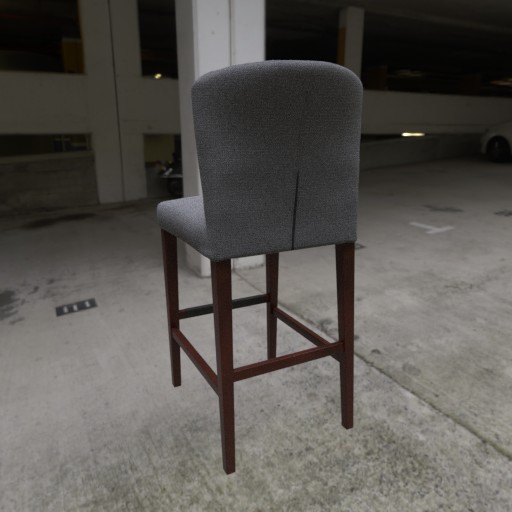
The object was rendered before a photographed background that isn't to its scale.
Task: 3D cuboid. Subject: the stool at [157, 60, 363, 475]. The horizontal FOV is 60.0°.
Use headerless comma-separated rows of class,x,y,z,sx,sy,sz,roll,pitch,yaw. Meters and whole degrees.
stool,0.000,0.000,1.391,0.486,1.069,0.568,-8,18,-26
